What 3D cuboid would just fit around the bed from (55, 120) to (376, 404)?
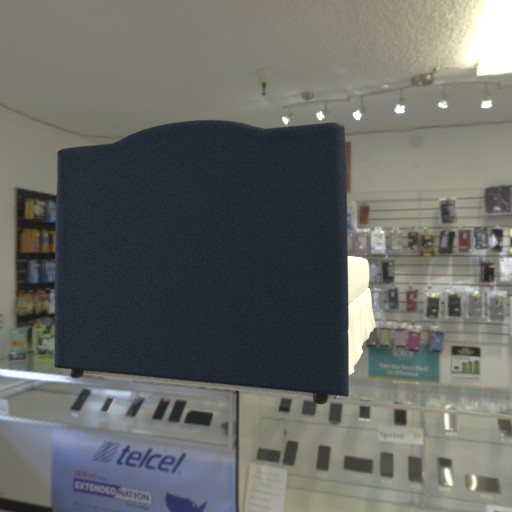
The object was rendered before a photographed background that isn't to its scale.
[{"bbox_3d":[0.000,0.000,3.534,1.741,1.441,2.507,0,0,19],"label":"bed"}]
